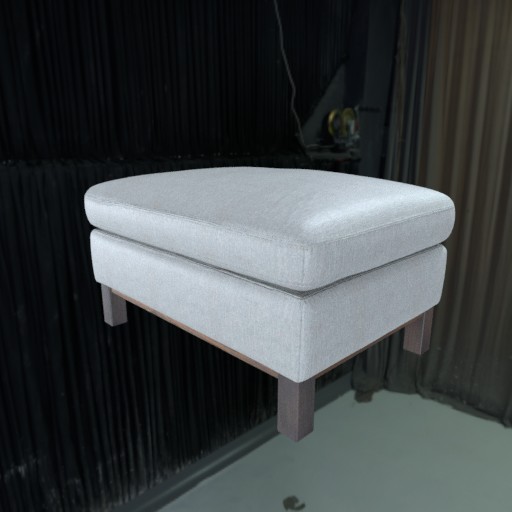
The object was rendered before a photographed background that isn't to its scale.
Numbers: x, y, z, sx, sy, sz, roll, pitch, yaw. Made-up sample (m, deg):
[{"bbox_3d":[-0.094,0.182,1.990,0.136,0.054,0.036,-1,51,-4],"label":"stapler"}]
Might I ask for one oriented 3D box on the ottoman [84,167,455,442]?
[{"bbox_3d":[0.000,0.000,1.046,0.528,0.404,0.735,-14,21,-42],"label":"ottoman"}]
